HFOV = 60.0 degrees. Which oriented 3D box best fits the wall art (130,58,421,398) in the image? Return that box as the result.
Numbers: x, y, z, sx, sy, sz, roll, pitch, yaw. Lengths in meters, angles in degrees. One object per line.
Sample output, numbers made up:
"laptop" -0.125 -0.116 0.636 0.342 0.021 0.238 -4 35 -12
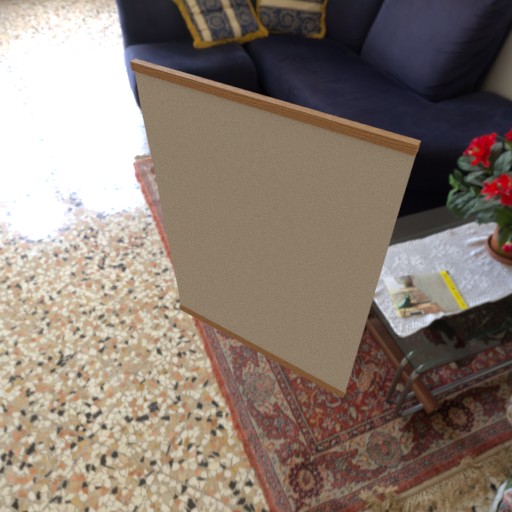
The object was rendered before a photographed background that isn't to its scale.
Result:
"wall art" 0.000 0.000 1.348 0.739 1.016 0.020 24 50 22
